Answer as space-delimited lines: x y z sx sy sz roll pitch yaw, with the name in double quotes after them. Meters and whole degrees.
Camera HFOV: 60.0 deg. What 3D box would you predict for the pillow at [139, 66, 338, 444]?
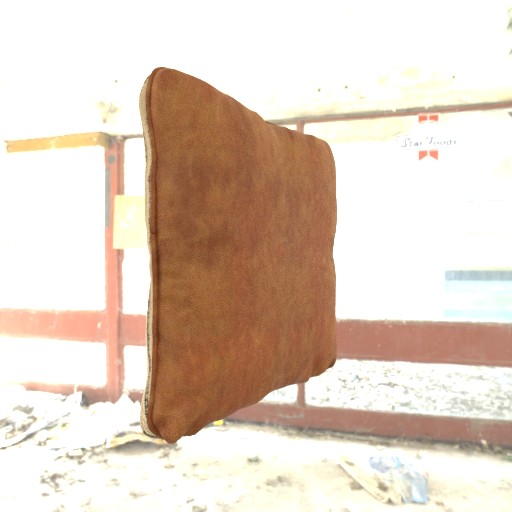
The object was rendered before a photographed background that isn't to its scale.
0.000 0.000 0.751 0.130 0.490 0.489 0 -1 36 "pillow"
